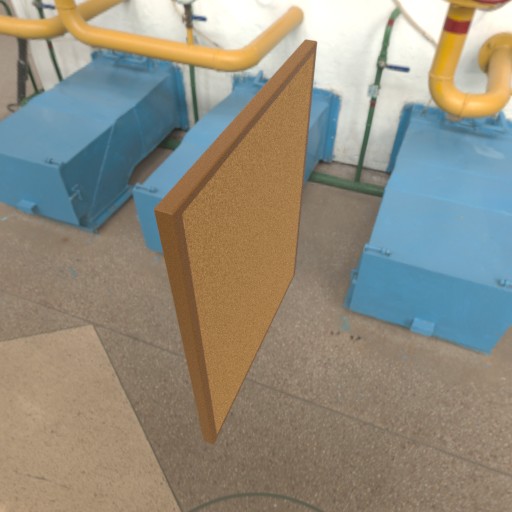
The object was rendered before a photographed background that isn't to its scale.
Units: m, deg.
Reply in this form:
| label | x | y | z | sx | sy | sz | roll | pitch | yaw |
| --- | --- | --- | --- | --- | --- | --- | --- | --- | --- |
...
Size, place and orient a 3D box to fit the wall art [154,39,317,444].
| label | x | y | z | sx | sy | sz | roll | pitch | yaw |
| --- | --- | --- | --- | --- | --- | --- | --- | --- | --- |
| wall art | 0.000 | 0.000 | 0.751 | 0.021 | 0.550 | 0.449 | 17 | 48 | 16 |
